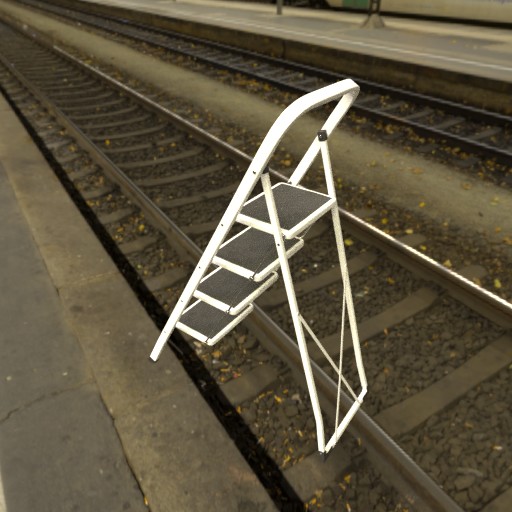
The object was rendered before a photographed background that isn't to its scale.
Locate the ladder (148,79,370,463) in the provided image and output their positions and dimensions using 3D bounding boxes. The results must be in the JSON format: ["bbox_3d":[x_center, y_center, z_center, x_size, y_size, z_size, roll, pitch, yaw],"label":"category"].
[{"bbox_3d":[0.000,0.000,1.648,0.914,1.265,0.460,22,39,29],"label":"ladder"}]
